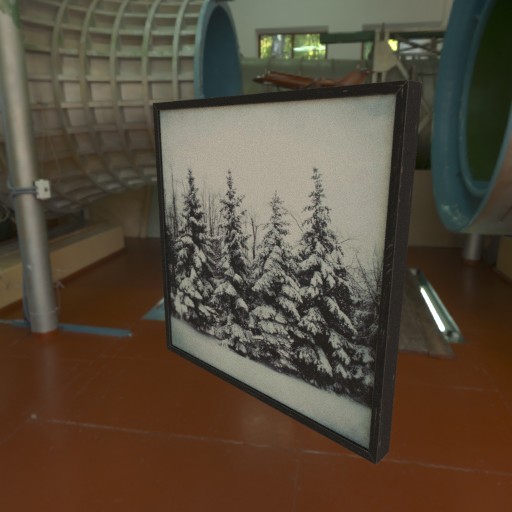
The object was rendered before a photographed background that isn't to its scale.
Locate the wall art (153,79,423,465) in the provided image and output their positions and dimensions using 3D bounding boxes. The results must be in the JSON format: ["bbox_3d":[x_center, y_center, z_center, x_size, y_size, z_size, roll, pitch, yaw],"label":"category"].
[{"bbox_3d":[0.000,0.000,0.738,0.506,0.506,0.036,14,21,42],"label":"wall art"}]
